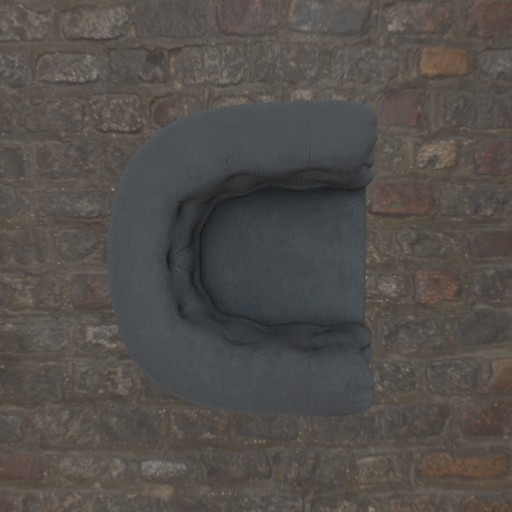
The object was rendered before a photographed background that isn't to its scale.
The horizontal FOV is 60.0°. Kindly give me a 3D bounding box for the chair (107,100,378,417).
[{"bbox_3d":[0.000,0.000,1.592,0.851,0.826,0.904,0,92,0],"label":"chair"}]
